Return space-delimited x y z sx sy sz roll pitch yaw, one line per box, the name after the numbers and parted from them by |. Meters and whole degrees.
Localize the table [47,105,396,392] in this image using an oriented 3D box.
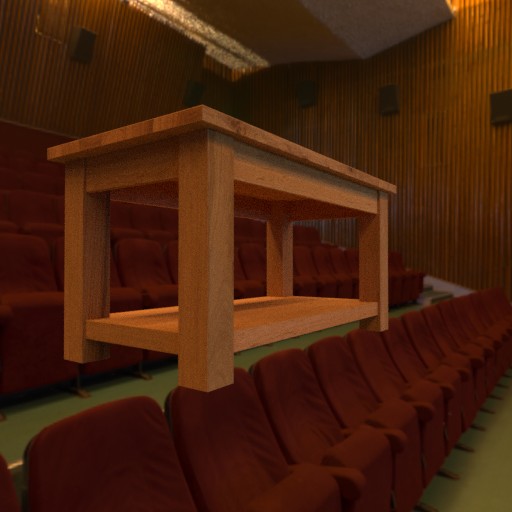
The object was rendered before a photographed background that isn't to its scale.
0.000 0.000 1.175 0.450 0.452 0.899 -1 -1 36 | table
